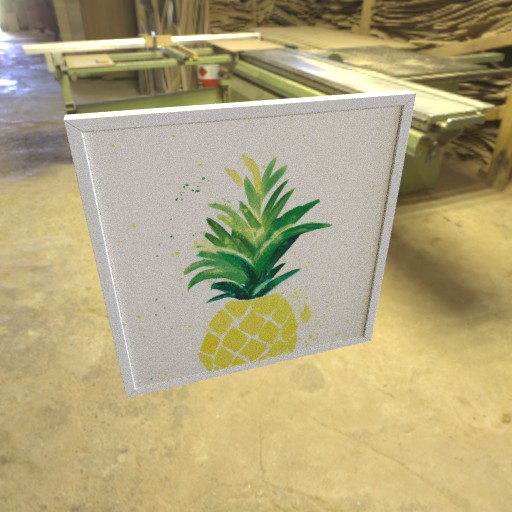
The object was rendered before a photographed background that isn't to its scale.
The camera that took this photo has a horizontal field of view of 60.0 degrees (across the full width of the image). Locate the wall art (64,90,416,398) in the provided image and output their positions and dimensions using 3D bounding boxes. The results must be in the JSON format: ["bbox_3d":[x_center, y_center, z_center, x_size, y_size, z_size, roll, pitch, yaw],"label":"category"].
[{"bbox_3d":[0.000,0.000,1.139,0.763,0.761,0.038,-9,33,-15],"label":"wall art"}]
